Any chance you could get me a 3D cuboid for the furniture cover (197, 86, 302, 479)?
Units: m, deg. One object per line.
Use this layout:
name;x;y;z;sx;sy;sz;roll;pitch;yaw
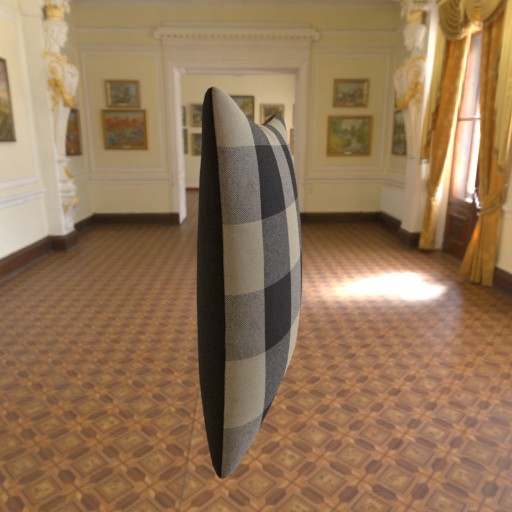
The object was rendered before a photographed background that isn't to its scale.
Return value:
furniture cover;0.000;0.000;0.784;0.161;0.509;0.511;3;15;10
